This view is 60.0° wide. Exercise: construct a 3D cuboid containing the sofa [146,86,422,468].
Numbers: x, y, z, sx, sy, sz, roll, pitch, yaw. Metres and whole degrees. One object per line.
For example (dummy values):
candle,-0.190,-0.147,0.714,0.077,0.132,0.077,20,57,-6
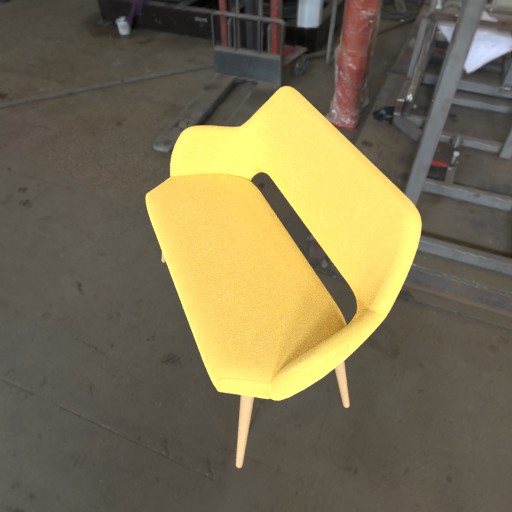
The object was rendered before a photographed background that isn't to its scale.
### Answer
sofa,0.000,0.000,1.589,0.610,0.840,1.150,-17,48,-15
